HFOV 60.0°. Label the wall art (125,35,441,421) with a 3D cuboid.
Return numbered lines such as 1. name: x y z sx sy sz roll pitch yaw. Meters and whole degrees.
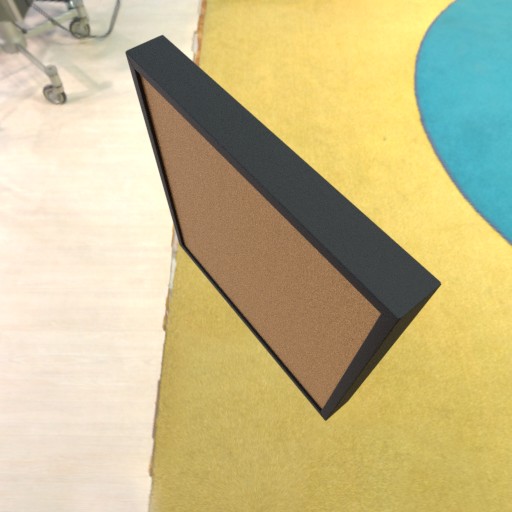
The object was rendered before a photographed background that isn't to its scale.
1. wall art: 0.000 0.000 0.445 0.037 0.305 0.305 -34 65 -18
